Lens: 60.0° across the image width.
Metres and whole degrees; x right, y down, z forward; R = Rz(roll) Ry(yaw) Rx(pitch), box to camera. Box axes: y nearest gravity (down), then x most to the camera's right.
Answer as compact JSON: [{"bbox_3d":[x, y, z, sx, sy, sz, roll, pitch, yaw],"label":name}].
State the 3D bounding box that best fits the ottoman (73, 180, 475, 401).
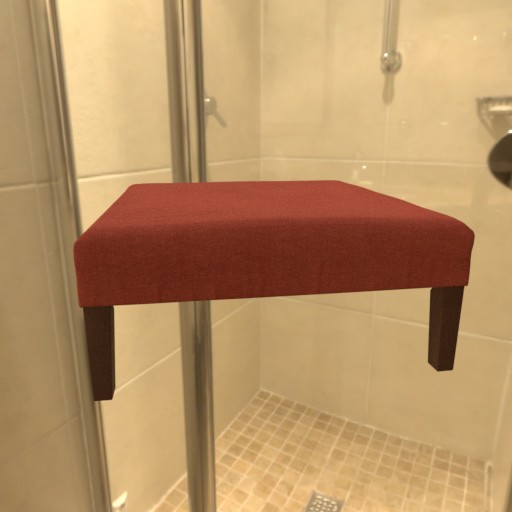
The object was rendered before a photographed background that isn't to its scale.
[{"bbox_3d":[0.000,0.000,1.411,0.890,0.411,0.889,-2,16,-9],"label":"ottoman"}]
